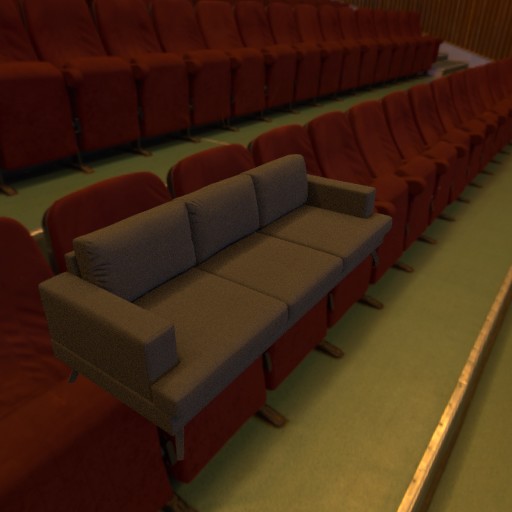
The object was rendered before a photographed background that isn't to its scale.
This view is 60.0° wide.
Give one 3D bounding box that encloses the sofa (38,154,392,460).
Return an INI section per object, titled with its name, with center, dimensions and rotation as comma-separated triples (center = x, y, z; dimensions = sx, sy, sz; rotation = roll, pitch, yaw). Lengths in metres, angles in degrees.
[sofa]
center = 0.000, 0.000, 2.763
dimensions = 0.920, 0.810, 2.310
rotation = 18, 33, 31
